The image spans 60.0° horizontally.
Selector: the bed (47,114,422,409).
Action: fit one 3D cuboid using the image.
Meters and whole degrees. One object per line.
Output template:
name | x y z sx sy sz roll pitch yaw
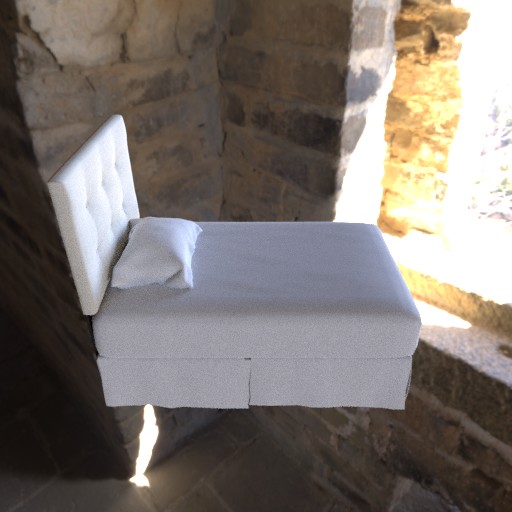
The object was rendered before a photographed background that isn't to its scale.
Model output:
bed | 0.000 0.000 2.962 1.997 1.571 1.261 0 33 0
